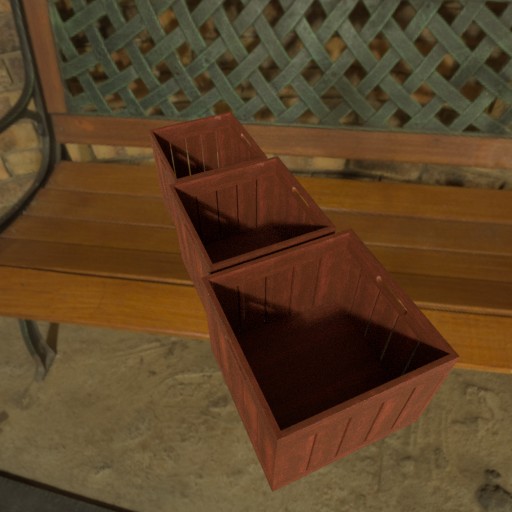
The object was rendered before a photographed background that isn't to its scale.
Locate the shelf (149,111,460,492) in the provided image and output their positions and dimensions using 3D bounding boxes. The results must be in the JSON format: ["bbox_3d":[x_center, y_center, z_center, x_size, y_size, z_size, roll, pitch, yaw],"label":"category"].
[{"bbox_3d":[0.000,0.000,1.248,0.393,0.311,1.064,-18,50,-16],"label":"shelf"}]
